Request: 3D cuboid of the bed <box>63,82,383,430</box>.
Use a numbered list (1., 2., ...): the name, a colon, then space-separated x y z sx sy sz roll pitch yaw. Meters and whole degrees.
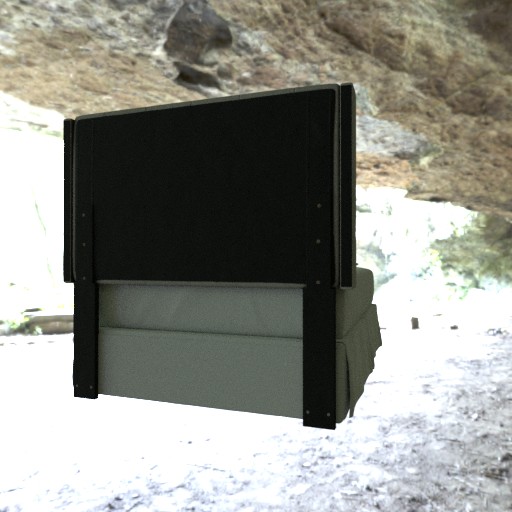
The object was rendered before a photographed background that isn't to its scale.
1. bed: 0.000 0.000 3.321 1.719 1.665 2.066 0 0 19
